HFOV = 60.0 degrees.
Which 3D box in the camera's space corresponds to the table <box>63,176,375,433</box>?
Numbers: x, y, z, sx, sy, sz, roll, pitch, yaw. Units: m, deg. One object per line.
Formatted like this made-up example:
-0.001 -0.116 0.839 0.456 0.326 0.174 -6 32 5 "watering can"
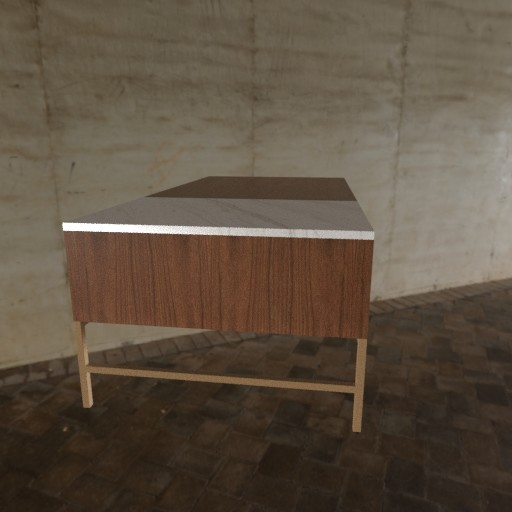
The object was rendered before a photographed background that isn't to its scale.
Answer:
0.000 0.000 1.909 0.789 0.551 1.553 2 15 8 "table"
